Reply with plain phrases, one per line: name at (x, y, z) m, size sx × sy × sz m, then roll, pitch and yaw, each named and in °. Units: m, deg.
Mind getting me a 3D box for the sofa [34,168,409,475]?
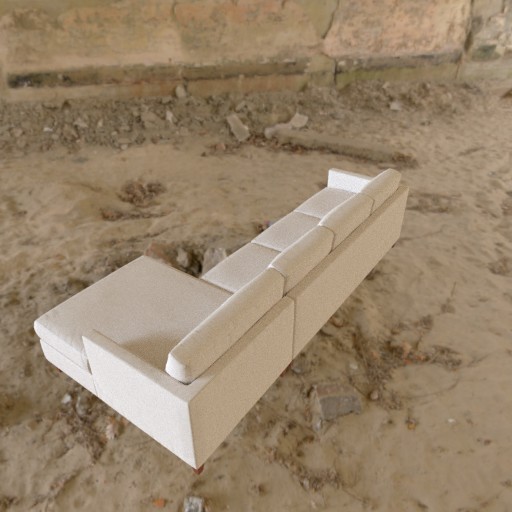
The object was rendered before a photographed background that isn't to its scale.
sofa at (0.000, 0.000, 4.061) m, size 1.606 × 0.954 × 3.471 m, roll 21°, pitch 39°, yaw 29°
